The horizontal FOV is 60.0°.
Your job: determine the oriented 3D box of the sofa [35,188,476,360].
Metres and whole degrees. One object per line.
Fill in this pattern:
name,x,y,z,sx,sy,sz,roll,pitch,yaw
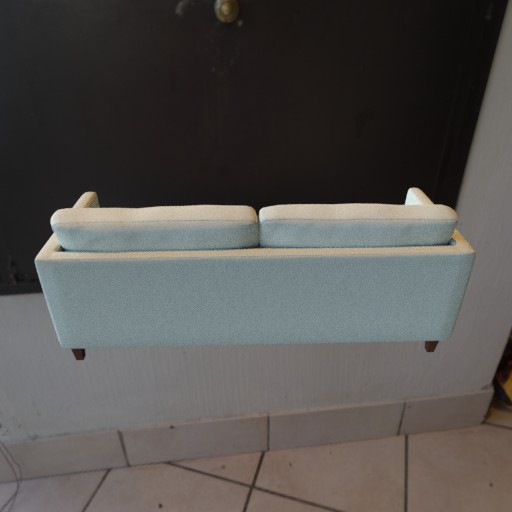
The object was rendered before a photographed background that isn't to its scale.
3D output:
sofa,0.000,0.000,2.931,2.434,0.965,0.948,-1,32,-2
